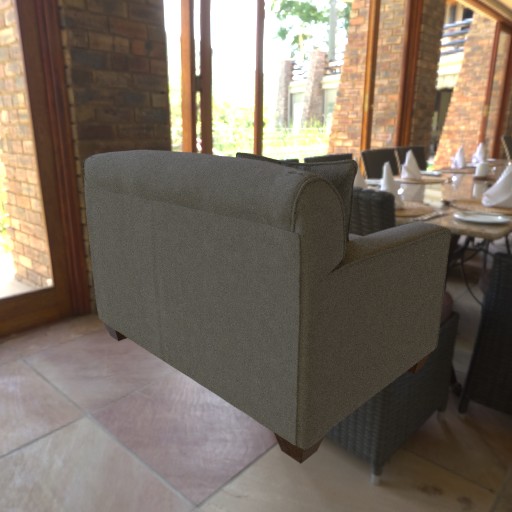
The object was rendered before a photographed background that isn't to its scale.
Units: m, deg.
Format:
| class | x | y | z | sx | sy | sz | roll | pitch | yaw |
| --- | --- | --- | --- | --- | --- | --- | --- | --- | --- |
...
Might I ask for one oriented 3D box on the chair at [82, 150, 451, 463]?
| class | x | y | z | sx | sy | sz | roll | pitch | yaw |
| --- | --- | --- | --- | --- | --- | --- | --- | --- | --- |
| chair | 0.000 | 0.000 | 2.028 | 0.992 | 0.953 | 1.395 | -15 | 22 | -42 |
